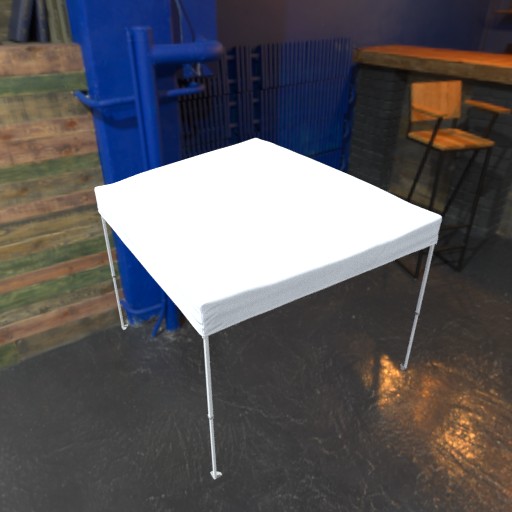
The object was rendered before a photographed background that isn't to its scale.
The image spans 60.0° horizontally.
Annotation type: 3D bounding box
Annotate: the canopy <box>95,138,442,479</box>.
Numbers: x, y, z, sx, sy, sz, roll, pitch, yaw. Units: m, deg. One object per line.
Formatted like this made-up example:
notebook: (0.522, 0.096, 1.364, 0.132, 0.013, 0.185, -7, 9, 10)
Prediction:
canopy: (0.000, 0.000, 5.629, 2.996, 2.997, 2.998, -18, 35, -28)
